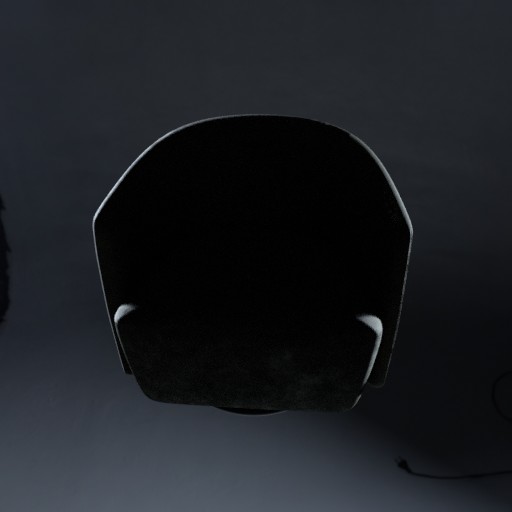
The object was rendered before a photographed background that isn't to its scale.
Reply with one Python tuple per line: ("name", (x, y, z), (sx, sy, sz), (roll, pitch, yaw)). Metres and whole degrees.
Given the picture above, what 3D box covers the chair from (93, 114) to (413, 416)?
("chair", (0.000, 0.000, 1.366), (0.773, 0.698, 0.767), (2, 31, 4))
